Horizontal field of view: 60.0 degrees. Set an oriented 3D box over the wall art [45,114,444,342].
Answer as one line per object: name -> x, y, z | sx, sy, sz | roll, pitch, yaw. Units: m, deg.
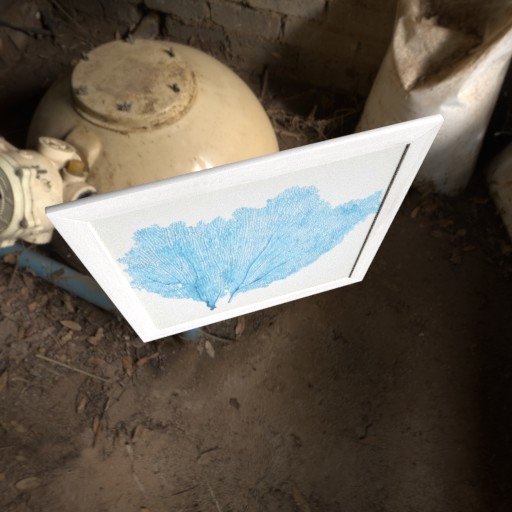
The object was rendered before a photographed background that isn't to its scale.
wall art -> 0.000, 0.000, 0.884 | 0.584, 0.584, 0.013 | -15, 63, -8
